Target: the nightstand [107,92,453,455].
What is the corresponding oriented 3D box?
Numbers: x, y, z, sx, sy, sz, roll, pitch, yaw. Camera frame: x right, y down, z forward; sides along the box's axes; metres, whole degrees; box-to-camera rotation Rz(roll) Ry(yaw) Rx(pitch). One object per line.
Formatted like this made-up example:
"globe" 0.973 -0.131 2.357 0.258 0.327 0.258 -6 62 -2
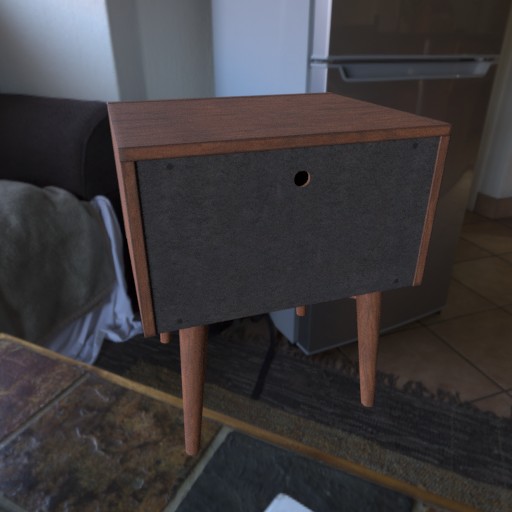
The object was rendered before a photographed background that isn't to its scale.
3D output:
"nightstand" 0.000 0.000 0.963 0.521 0.607 0.445 -9 28 -16
